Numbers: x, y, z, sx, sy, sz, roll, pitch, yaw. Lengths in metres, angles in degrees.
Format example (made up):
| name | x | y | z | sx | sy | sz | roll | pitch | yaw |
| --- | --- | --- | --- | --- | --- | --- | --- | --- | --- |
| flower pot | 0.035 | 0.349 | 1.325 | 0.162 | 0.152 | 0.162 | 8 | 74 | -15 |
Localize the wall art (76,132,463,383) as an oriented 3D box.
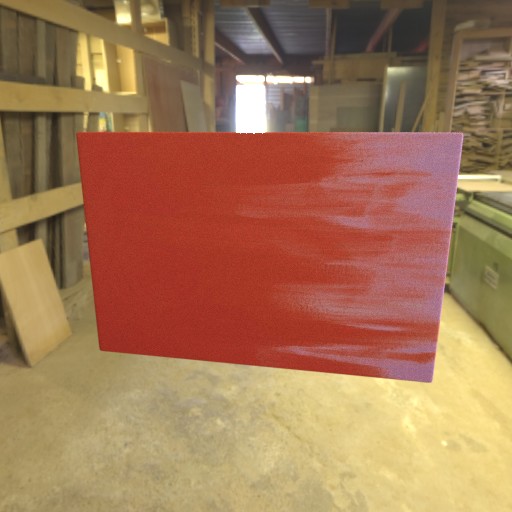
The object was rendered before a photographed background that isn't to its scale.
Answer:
| name | x | y | z | sx | sy | sz | roll | pitch | yaw |
| --- | --- | --- | --- | --- | --- | --- | --- | --- | --- |
| wall art | 0.000 | 0.000 | 1.133 | 0.913 | 0.609 | 0.040 | 3 | 16 | 10 |
